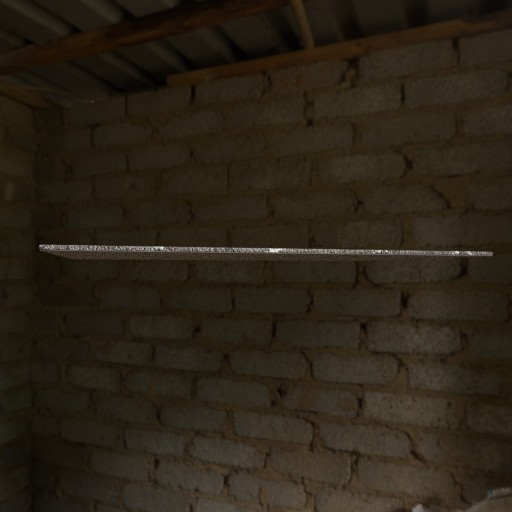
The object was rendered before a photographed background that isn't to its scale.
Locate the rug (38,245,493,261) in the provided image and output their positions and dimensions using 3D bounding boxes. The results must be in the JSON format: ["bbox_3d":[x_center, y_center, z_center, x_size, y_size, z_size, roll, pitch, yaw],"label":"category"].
[{"bbox_3d":[0.000,0.000,3.364,2.743,0.030,1.778,1,-2,-18],"label":"rug"}]
